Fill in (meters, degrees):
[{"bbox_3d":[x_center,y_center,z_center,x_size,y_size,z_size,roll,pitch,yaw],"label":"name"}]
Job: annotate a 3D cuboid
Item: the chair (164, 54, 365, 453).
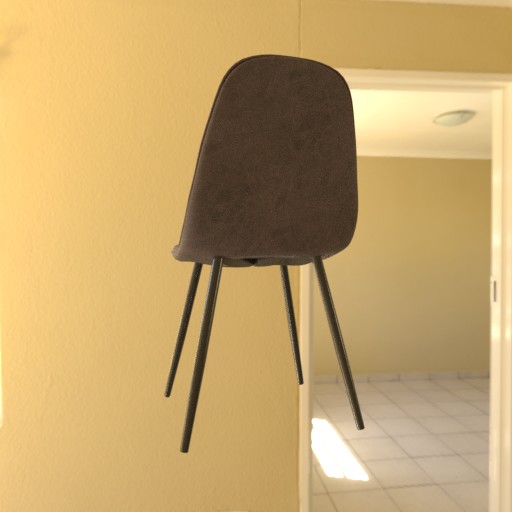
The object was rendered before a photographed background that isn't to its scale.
[{"bbox_3d":[0.000,0.000,1.244,0.472,0.889,0.561,0,1,-17],"label":"chair"}]
